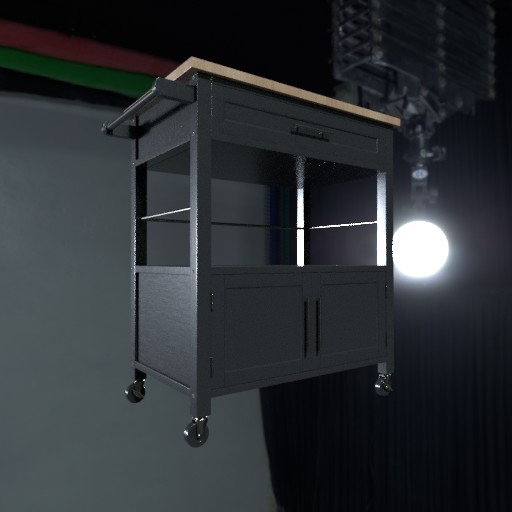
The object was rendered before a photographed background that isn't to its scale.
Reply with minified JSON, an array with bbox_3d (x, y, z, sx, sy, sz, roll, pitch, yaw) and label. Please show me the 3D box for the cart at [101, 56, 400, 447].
[{"bbox_3d":[0.000,0.000,1.389,0.840,0.901,0.459,1,-1,-36],"label":"cart"}]
